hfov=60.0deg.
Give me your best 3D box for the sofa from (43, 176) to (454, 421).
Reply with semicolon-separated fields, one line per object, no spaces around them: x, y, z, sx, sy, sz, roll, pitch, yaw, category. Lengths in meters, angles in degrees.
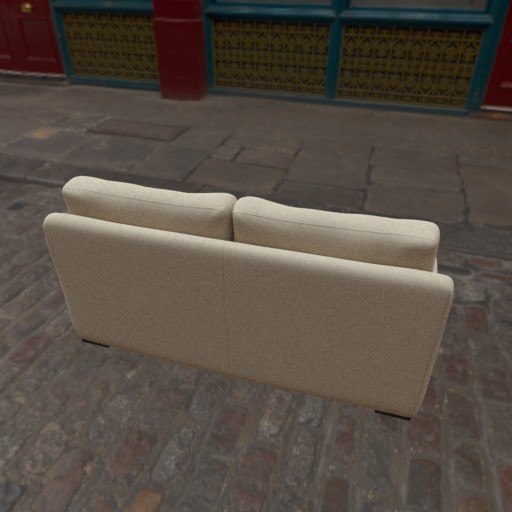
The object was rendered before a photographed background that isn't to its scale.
0.000;0.000;2.425;1.885;0.967;0.962;9;33;15;sofa
